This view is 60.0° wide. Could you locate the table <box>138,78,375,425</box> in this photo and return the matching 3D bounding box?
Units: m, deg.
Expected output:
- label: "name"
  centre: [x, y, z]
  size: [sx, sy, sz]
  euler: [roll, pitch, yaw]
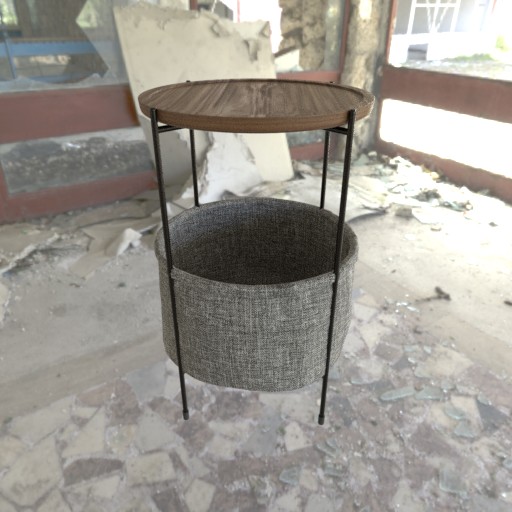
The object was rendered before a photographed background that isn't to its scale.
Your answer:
- label: "table"
  centre: [0.000, 0.000, 0.890]
  size: [0.400, 0.623, 0.400]
  euler: [1, 29, 2]
